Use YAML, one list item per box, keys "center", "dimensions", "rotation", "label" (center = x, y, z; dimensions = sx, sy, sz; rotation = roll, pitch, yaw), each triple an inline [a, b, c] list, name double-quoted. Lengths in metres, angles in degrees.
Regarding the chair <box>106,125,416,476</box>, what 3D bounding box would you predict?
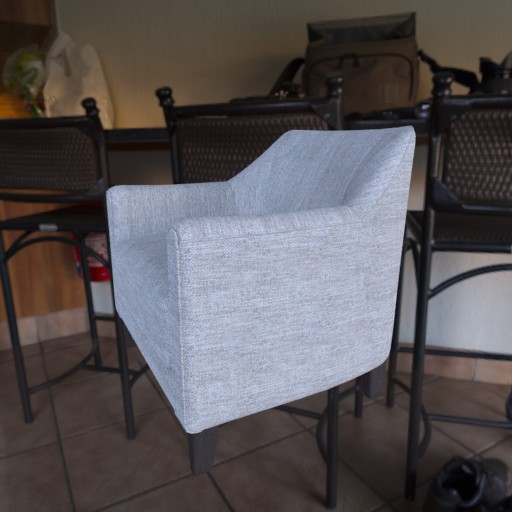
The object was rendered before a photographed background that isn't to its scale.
- center: [0.000, 0.000, 1.361]
  dimensions: [0.758, 0.761, 0.796]
  rotation: [-7, 16, -26]
  label: "chair"
